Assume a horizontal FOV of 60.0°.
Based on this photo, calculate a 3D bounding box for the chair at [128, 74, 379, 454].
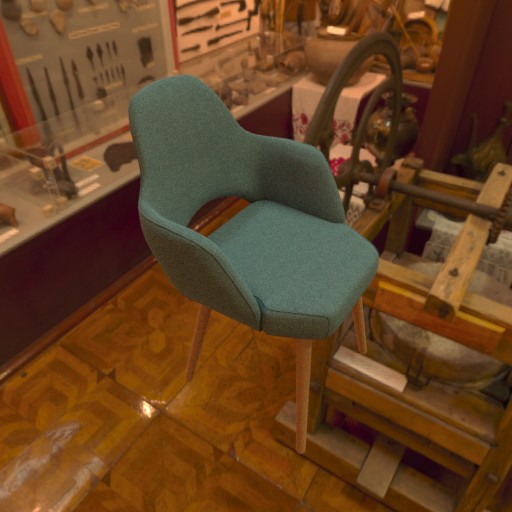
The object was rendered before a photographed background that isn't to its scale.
[{"bbox_3d":[0.000,0.000,1.329,0.666,0.920,0.589,24,45,26],"label":"chair"}]
